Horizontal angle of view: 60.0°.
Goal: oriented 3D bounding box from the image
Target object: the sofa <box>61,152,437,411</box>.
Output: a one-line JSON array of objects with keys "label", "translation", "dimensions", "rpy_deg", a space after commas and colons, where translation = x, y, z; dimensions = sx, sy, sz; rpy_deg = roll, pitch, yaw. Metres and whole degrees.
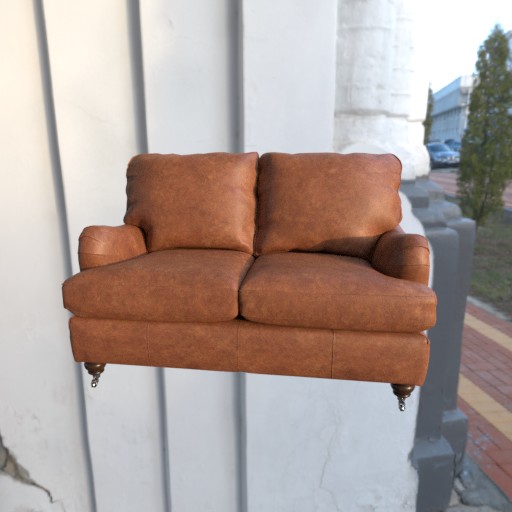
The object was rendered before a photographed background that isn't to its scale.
[{"label": "sofa", "translation": [0.000, 0.000, 2.211], "dimensions": [1.527, 1.004, 1.077], "rpy_deg": [2, 15, 8]}]
